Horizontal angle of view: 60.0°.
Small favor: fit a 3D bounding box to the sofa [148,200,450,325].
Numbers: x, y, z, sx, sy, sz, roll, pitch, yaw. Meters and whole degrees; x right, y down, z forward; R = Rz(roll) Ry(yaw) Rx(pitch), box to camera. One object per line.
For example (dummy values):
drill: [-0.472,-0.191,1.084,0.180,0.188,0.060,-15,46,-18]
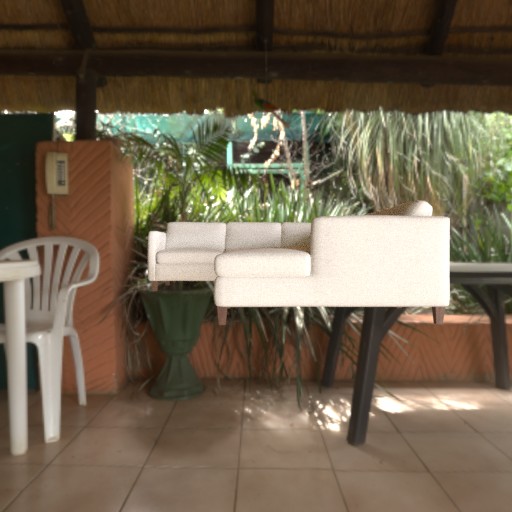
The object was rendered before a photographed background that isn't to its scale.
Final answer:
sofa: [0.000,0.000,4.481,2.551,0.853,3.238,0,1,-1]
